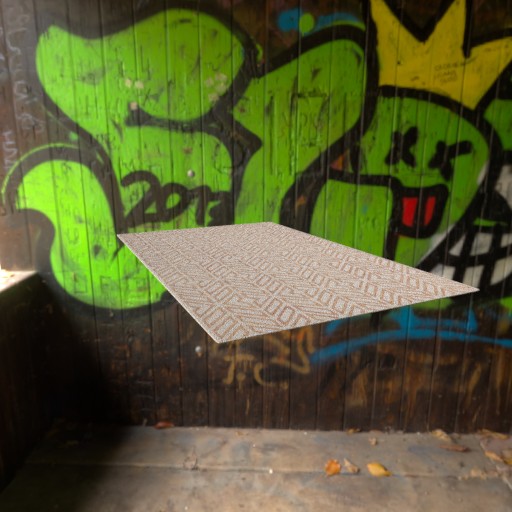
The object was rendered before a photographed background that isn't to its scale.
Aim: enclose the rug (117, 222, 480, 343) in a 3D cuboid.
[{"bbox_3d":[0.000,0.000,3.134,1.523,0.008,2.438,-7,16,-25],"label":"rug"}]
